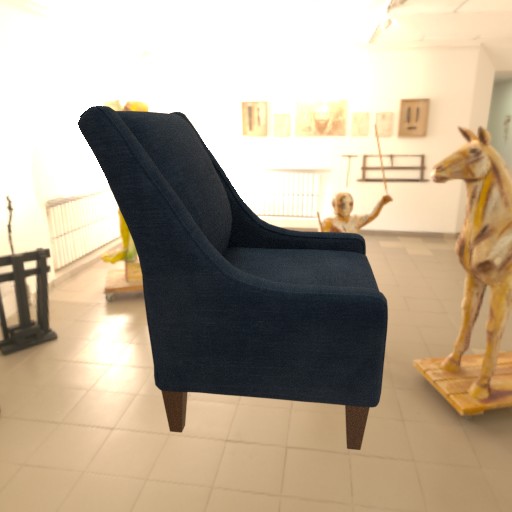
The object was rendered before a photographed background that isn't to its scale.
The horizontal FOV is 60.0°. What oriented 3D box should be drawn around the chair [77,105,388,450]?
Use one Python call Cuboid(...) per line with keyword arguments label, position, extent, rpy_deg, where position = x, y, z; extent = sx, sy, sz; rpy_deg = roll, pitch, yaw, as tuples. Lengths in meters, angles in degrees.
Cuboid(label="chair", position=(0.000, 0.000, 1.606), extent=(0.870, 1.014, 0.774), rpy_deg=(2, 17, 8))
